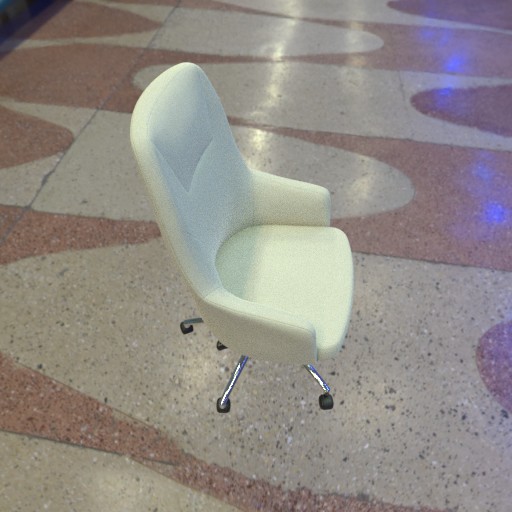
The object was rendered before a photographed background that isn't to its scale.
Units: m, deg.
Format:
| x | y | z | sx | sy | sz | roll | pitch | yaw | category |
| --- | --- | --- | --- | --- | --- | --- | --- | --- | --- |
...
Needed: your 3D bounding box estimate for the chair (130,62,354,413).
| x | y | z | sx | sy | sz | roll | pitch | yaw | category |
| --- | --- | --- | --- | --- | --- | --- | --- | --- | --- |
| 0.000 | 0.000 | 1.399 | 0.640 | 1.049 | 0.620 | 8 | 47 | 7 | chair |
